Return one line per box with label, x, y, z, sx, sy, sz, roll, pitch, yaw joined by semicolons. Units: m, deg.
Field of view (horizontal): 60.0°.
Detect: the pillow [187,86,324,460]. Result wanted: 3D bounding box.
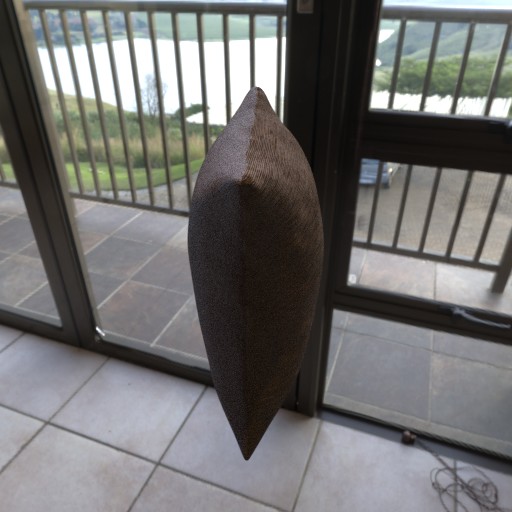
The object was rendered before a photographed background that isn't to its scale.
pillow;0.000;0.000;0.708;0.204;0.439;0.452;1;32;2
